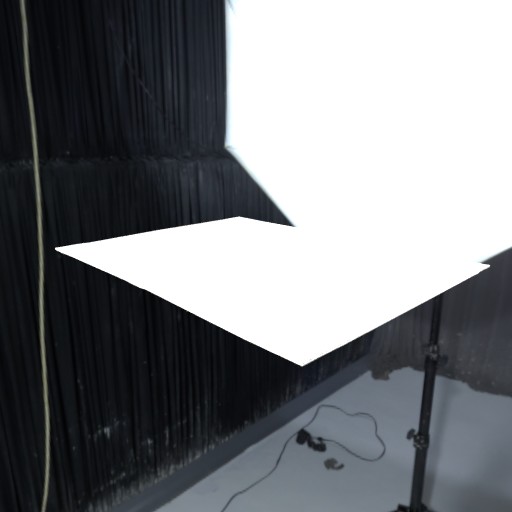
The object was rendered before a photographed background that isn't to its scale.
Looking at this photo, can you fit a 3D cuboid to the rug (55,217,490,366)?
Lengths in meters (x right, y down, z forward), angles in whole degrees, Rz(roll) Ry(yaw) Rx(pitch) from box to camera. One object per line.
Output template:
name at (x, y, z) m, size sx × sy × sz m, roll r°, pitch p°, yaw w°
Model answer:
rug at (0.000, 0.000, 4.784) m, size 2.873 × 0.053 × 3.778 m, roll -14°, pitch 21°, yaw -42°
